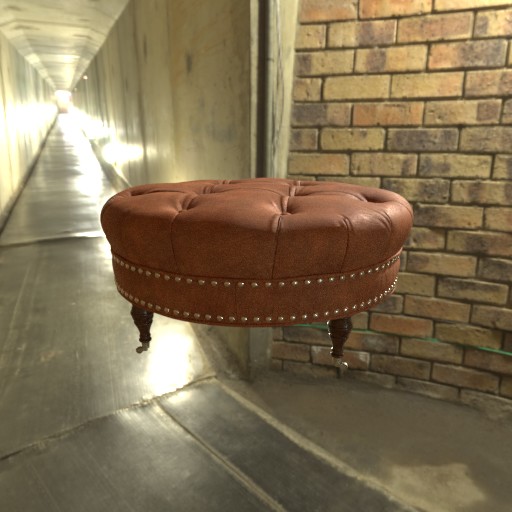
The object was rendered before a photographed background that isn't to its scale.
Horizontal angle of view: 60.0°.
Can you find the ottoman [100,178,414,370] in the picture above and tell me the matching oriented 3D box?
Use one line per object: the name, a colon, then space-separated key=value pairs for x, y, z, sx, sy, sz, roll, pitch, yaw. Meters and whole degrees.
ottoman: x=0.000 y=0.000 z=1.377 sx=0.901 sy=0.444 sz=0.901 roll=0 pitch=15 yaw=0
